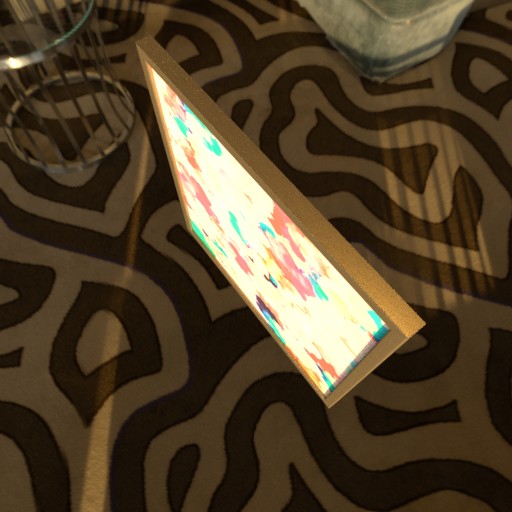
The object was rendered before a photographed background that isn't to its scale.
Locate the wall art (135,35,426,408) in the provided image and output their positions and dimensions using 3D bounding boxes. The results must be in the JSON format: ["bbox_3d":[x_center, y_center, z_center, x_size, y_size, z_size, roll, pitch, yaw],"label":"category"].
[{"bbox_3d":[0.000,0.000,1.111,0.036,0.765,0.767,-34,69,-15],"label":"wall art"}]
